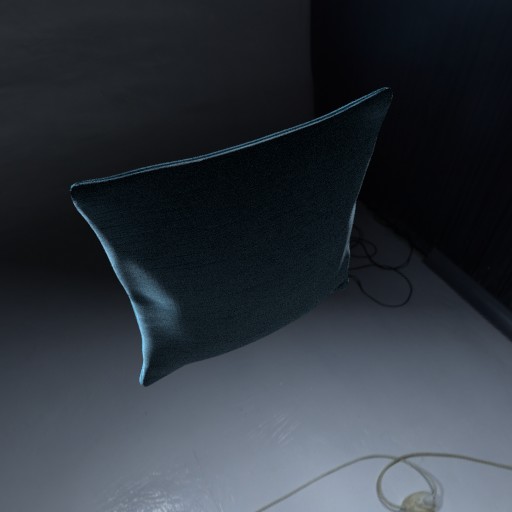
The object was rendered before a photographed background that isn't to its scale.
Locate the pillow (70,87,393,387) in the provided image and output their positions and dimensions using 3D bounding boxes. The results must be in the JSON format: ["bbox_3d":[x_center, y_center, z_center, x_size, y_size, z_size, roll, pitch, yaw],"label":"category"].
[{"bbox_3d":[0.000,0.000,0.661,0.433,0.415,0.151,-23,50,-21],"label":"pillow"}]
